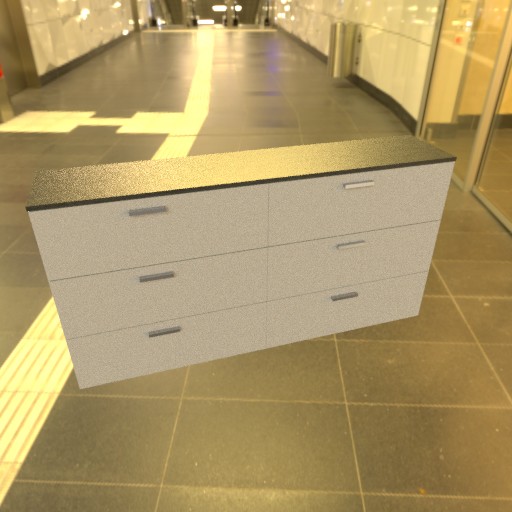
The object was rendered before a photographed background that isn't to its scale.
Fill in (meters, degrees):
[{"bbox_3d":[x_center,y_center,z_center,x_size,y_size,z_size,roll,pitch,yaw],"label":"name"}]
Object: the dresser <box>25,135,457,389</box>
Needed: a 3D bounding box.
[{"bbox_3d":[0.000,0.000,1.844,1.535,0.790,0.333,-9,32,-15],"label":"dresser"}]
